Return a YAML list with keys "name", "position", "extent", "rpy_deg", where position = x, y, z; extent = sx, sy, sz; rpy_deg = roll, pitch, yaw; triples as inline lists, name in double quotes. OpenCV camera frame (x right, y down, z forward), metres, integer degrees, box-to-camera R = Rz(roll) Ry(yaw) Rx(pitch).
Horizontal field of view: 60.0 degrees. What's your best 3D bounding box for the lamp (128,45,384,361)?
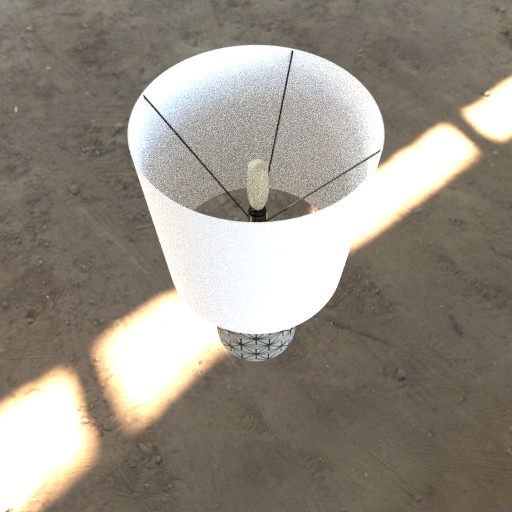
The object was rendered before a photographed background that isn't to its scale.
- name: "lamp"
  position: [0.000, 0.000, 0.536]
  extent: [0.206, 0.416, 0.206]
  rpy_deg: [16, 59, 10]
